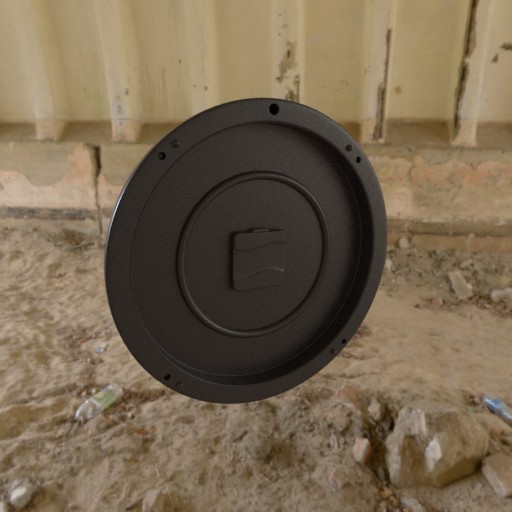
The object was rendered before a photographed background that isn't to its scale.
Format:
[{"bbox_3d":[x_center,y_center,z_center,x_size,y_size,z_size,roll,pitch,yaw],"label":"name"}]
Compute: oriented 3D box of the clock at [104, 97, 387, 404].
[{"bbox_3d":[0.000,0.000,0.449,0.300,0.300,0.060,-7,17,-25],"label":"clock"}]
